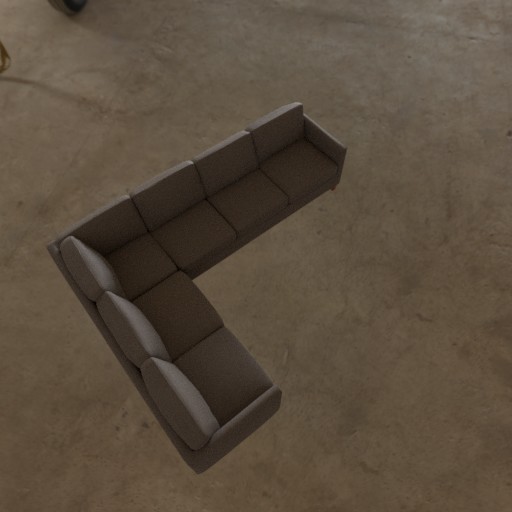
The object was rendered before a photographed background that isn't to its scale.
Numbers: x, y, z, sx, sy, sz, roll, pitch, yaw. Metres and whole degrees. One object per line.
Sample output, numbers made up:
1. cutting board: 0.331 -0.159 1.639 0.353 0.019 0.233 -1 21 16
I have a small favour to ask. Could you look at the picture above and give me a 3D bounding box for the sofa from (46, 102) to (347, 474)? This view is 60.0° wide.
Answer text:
1. sofa: 0.000 0.000 4.558 3.302 0.947 2.593 -34 64 -19
